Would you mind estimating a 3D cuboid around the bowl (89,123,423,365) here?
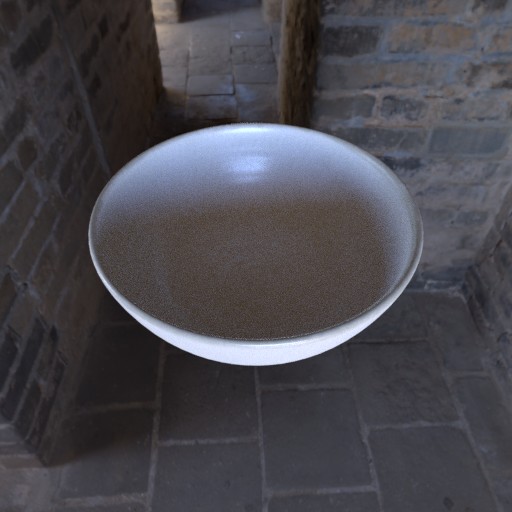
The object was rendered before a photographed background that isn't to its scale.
[{"bbox_3d":[0.000,0.000,0.408,0.268,0.121,0.268,0,46,0],"label":"bowl"}]
